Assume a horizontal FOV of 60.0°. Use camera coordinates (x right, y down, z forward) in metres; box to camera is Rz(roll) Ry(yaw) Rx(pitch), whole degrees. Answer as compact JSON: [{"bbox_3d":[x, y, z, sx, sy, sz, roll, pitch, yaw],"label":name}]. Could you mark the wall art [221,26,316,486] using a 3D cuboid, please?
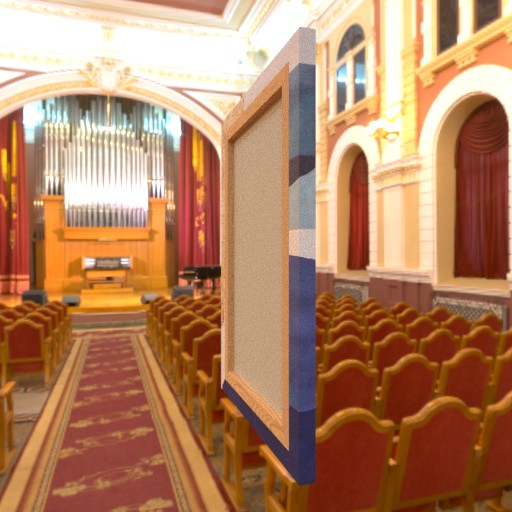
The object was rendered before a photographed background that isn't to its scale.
[{"bbox_3d":[0.000,0.000,0.814,0.026,0.613,0.458,0,0,-18],"label":"wall art"}]
